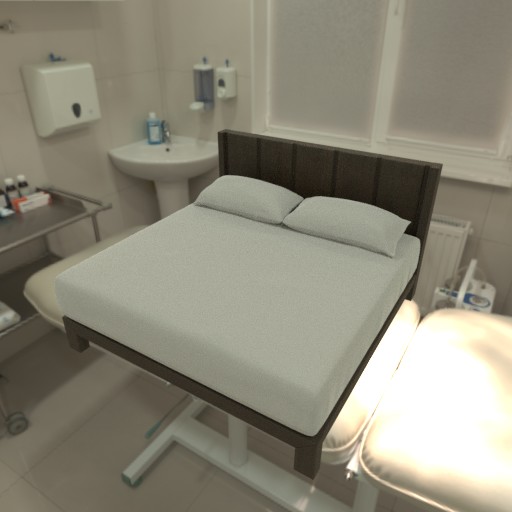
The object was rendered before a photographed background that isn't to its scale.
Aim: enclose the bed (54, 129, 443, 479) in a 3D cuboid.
[{"bbox_3d":[0.000,0.000,3.529,2.143,1.261,2.238,17,34,27],"label":"bed"}]
